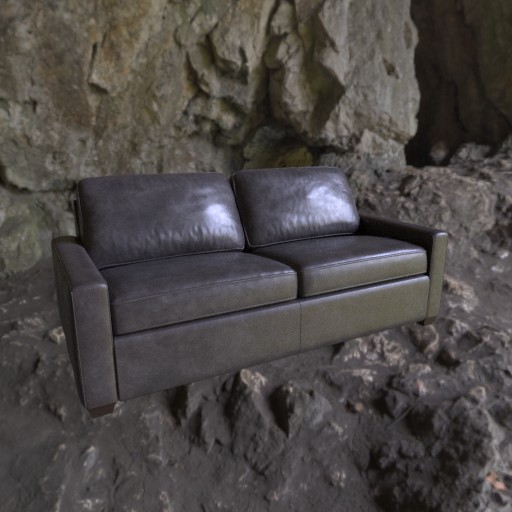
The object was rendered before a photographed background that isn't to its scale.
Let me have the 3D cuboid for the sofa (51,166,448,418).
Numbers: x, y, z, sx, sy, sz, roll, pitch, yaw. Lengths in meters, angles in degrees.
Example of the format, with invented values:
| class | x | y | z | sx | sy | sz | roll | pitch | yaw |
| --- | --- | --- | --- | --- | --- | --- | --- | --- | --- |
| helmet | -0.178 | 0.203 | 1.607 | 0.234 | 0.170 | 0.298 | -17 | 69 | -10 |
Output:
| class | x | y | z | sx | sy | sz | roll | pitch | yaw |
| --- | --- | --- | --- | --- | --- | --- | --- | --- | --- |
| sofa | 0.000 | 0.000 | 2.524 | 2.081 | 0.916 | 0.939 | -8 | 18 | -27 |
